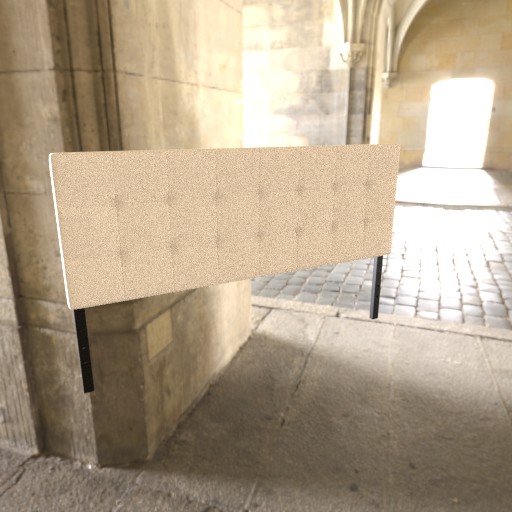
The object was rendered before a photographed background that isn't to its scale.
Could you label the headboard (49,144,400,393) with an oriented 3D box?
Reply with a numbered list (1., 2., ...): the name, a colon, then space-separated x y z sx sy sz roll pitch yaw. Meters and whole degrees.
1. headboard: 0.000 0.000 2.954 2.362 1.410 0.120 -9 19 -26
